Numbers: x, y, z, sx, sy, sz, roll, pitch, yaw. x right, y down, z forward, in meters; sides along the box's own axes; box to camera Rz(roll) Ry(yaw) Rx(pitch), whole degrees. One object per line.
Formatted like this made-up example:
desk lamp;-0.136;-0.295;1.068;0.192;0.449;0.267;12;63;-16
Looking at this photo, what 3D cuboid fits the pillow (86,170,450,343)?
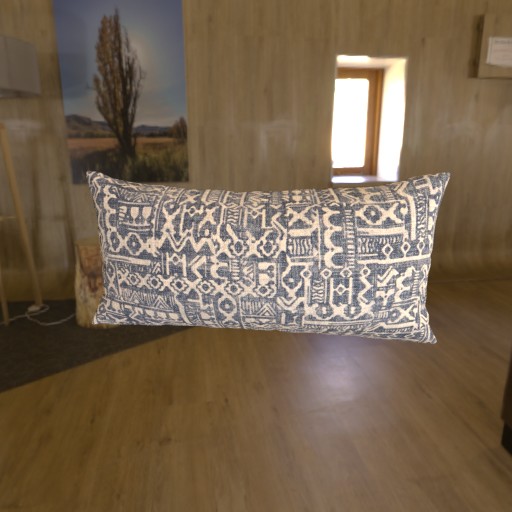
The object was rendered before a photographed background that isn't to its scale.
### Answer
pillow;0.000;0.000;0.771;0.631;0.292;0.148;2;15;7
